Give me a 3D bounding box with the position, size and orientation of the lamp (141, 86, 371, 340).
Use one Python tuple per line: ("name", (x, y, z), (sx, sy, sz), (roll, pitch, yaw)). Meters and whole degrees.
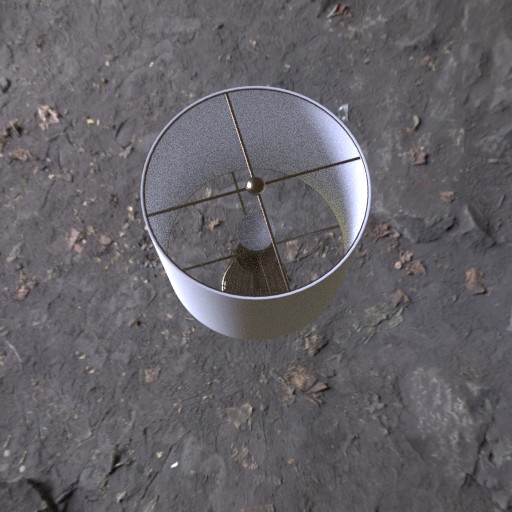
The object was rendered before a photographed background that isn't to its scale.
("lamp", (0.000, 0.000, 0.790), (0.303, 0.618, 0.303), (0, 75, 0))
